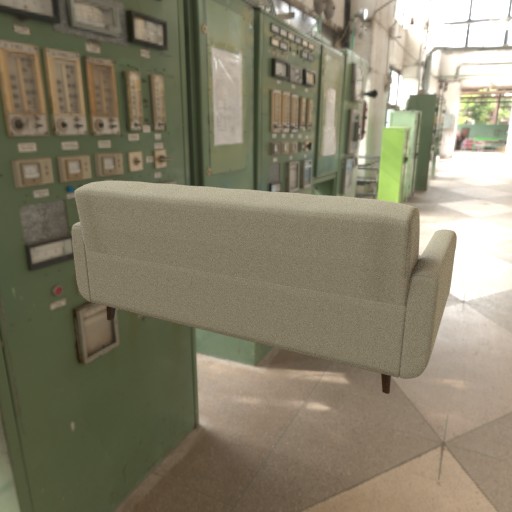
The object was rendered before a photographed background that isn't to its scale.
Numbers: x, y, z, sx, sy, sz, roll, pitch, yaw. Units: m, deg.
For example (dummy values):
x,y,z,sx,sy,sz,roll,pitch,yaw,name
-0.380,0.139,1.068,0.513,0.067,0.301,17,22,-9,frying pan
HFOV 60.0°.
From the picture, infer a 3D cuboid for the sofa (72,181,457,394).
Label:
x,y,z,sx,sy,sz,roll,pitch,yaw,name
0.000,0.000,2.676,2.137,0.892,0.980,8,18,26,sofa
